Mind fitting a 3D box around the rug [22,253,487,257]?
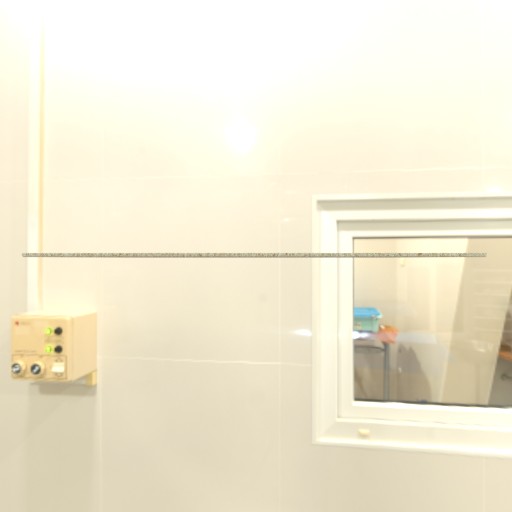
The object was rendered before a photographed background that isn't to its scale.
[{"bbox_3d":[0.000,0.000,4.001,3.001,0.025,2.401,0,0,1],"label":"rug"}]
